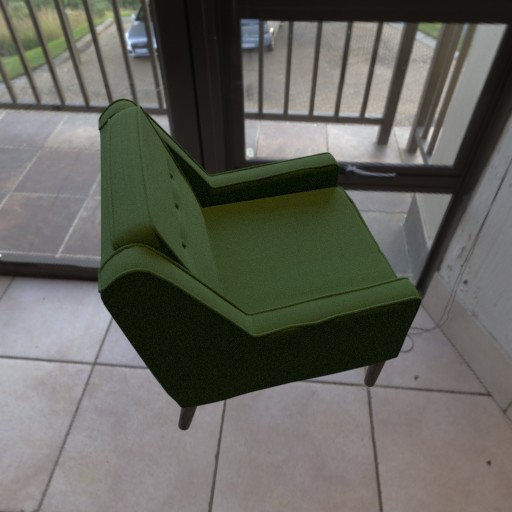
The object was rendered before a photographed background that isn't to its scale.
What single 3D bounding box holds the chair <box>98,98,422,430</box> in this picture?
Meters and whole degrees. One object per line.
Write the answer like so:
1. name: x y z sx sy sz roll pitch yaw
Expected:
1. chair: 0.000 0.000 1.308 0.743 0.792 0.663 -10 48 -9
